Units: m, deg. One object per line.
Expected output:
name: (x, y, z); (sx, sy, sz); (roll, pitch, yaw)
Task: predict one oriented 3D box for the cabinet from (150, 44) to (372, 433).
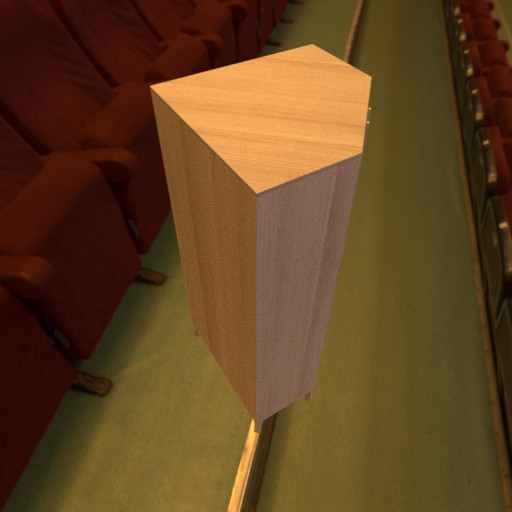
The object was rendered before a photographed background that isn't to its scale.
cabinet: (0.000, 0.000, 2.602); (0.969, 1.957, 1.272); (10, 47, 9)
